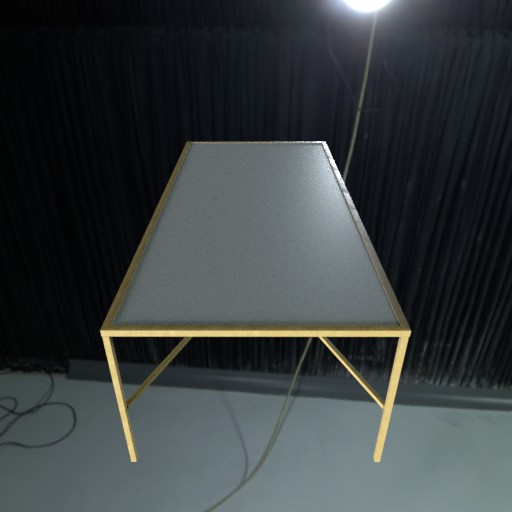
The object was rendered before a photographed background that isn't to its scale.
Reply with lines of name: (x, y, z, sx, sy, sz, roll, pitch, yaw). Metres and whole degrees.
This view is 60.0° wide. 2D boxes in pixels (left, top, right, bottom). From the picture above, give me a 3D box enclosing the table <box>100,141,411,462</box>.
table: (0.000, 0.000, 1.446, 0.580, 0.398, 1.206, 0, 31, 0)
